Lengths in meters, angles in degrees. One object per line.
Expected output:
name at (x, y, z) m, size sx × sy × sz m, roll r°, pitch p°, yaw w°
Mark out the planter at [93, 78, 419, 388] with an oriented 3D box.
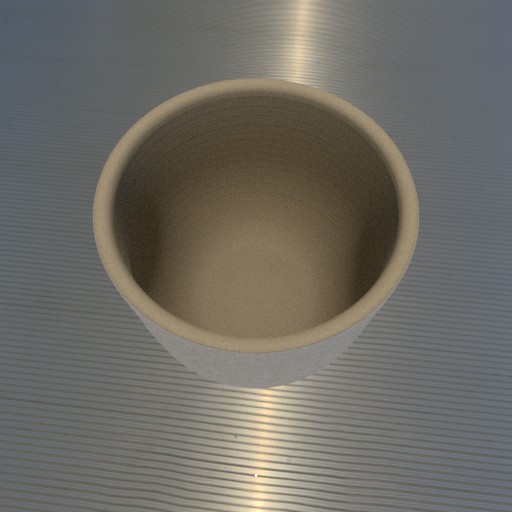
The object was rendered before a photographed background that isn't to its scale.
planter at (0.000, 0.000, 0.219) m, size 0.124 × 0.109 × 0.124 m, roll 0°, pitch 64°, yaw 0°
